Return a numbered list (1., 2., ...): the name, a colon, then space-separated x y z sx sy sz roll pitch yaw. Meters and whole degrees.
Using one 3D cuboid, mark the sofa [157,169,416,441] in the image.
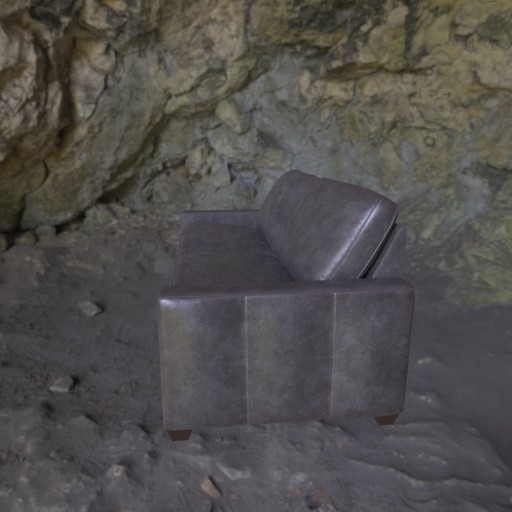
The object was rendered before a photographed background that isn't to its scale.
1. sofa: 0.000 0.000 2.560 0.939 0.916 2.081 -2 14 -7
